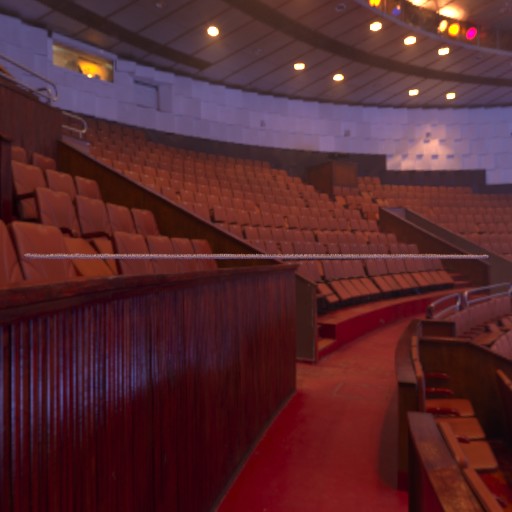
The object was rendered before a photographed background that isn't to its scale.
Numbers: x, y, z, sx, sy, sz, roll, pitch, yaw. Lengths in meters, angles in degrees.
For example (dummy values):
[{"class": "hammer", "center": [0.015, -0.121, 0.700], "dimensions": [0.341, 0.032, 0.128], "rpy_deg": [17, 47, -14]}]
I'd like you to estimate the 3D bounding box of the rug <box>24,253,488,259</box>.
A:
[{"class": "rug", "center": [0.000, 0.000, 3.074], "dimensions": [2.438, 0.034, 1.521], "rpy_deg": [0, 0, 0]}]
